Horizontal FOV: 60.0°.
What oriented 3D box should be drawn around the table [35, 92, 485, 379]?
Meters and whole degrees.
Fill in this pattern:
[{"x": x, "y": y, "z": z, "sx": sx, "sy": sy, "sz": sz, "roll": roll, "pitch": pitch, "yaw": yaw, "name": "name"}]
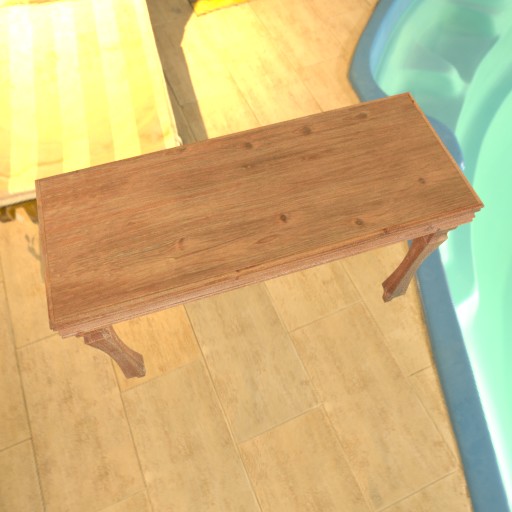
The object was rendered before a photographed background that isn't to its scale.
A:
[{"x": 0.000, "y": 0.000, "z": 1.786, "sx": 1.330, "sy": 0.873, "sz": 0.522, "roll": -16, "pitch": 64, "yaw": -8, "name": "table"}]
